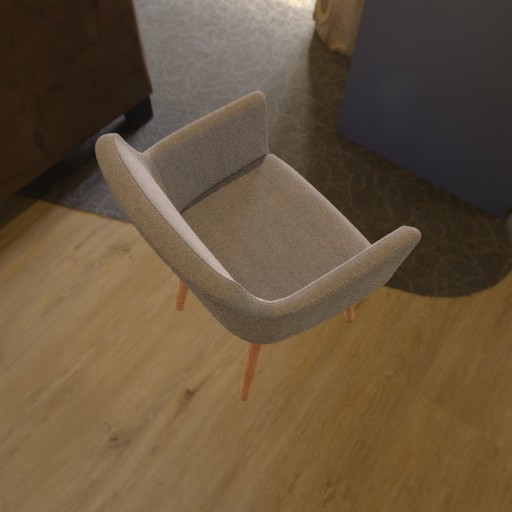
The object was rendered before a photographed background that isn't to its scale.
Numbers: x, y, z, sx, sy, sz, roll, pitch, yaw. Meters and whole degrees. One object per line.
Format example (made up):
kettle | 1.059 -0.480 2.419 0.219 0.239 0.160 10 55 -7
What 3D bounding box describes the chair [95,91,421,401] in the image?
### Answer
chair | 0.000 0.000 1.161 0.540 0.780 0.570 -32 63 -18
